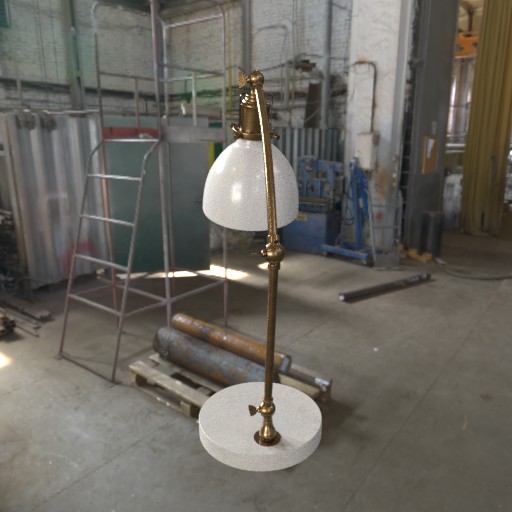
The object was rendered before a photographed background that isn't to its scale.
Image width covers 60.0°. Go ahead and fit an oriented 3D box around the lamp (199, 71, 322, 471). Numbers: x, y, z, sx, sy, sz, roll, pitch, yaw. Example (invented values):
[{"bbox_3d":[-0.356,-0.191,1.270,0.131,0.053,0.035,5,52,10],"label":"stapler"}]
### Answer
[{"bbox_3d":[0.000,0.000,0.661,0.186,0.522,0.317,-2,14,-8],"label":"lamp"}]
